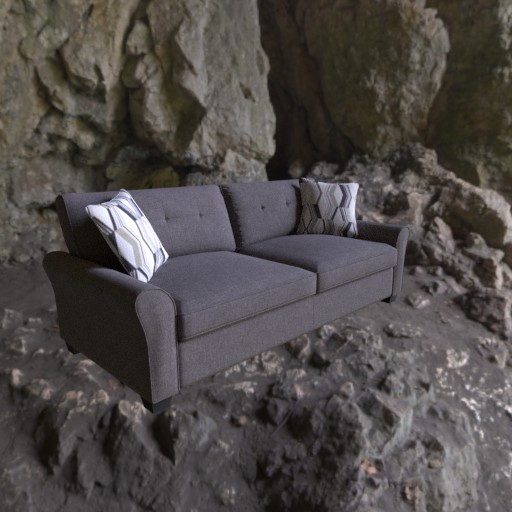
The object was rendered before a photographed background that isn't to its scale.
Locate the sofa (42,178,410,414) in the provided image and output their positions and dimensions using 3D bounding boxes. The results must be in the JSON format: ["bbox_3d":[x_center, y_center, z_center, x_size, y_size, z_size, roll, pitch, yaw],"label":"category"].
[{"bbox_3d":[0.000,0.000,2.539,2.032,0.813,0.889,-13,18,-43],"label":"sofa"}]
